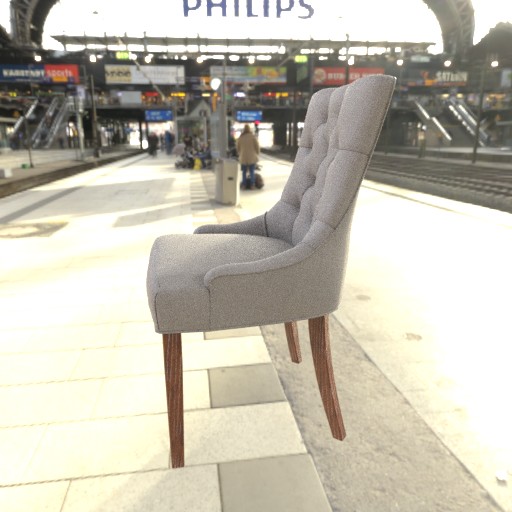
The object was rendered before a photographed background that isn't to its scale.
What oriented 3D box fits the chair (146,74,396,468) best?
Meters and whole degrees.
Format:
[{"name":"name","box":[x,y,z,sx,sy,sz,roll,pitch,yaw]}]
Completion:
[{"name":"chair","box":[0.000,0.000,1.182,0.565,0.874,0.509,-3,15,-10]}]
